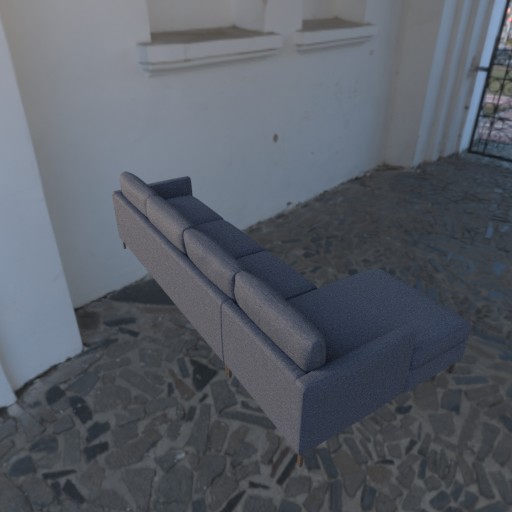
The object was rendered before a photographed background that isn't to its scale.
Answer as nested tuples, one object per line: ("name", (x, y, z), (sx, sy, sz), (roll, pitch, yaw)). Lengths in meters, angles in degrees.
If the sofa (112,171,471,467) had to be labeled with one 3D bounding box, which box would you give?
("sofa", (0.000, 0.000, 2.913), (1.125, 0.673, 2.445), (-18, 35, -28))
